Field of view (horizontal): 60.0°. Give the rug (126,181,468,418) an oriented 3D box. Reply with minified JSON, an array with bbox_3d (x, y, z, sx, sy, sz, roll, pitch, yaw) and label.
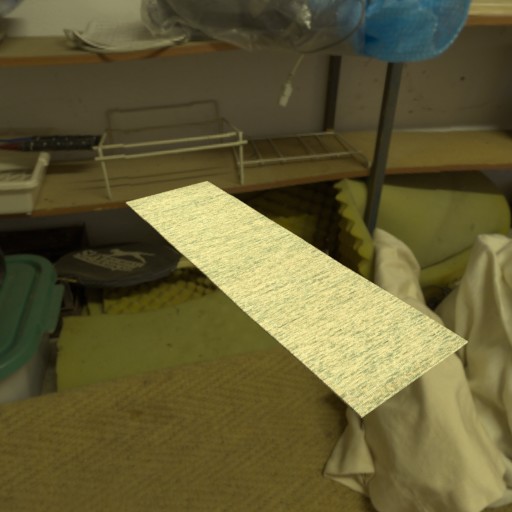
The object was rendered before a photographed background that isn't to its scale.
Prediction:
[{"bbox_3d":[0.000,0.000,2.599,0.700,0.014,2.290,-21,38,-30],"label":"rug"}]
